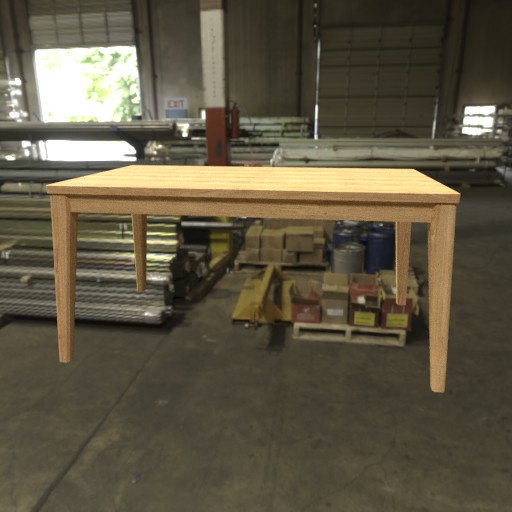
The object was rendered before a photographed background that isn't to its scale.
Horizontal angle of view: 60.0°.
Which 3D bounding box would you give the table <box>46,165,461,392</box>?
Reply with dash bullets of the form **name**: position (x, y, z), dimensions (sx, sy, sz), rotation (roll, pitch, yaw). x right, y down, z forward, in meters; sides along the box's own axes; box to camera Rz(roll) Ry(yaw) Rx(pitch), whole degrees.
- **table**: position (0.000, 0.000, 2.127), dimensions (1.600, 0.760, 0.900), rotation (2, 17, 8)
